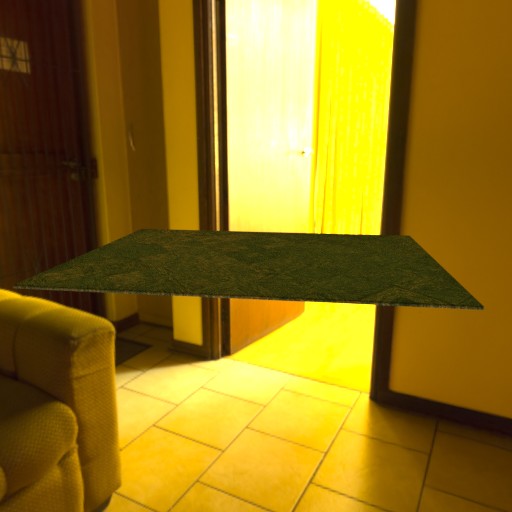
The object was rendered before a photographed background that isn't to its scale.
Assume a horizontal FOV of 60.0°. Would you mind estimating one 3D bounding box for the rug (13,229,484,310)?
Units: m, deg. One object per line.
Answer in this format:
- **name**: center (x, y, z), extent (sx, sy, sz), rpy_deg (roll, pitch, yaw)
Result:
- **rug**: center (0.000, 0.000, 4.138), extent (3.217, 0.027, 2.405), rpy_deg (2, 13, 8)
